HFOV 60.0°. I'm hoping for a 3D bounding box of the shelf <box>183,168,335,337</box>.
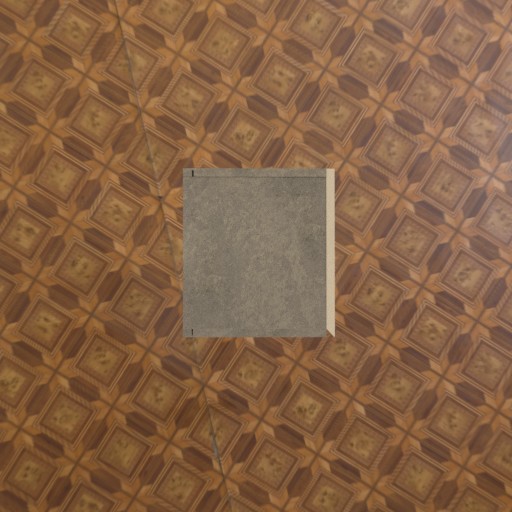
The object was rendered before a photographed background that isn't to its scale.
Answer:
[{"bbox_3d":[0.000,0.000,1.488,0.270,1.400,0.300,0,90,0],"label":"shelf"}]
